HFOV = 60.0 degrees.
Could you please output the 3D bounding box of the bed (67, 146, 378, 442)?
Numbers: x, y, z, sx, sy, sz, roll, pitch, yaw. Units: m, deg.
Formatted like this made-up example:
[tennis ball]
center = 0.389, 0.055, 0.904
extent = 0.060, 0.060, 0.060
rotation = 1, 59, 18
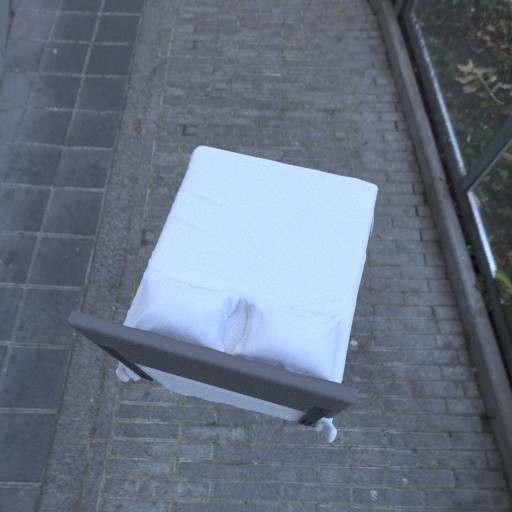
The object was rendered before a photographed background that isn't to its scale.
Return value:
[bed]
center = 0.000, 0.000, 3.470
extent = 1.936, 1.577, 2.222
rotation = 14, 66, 6
